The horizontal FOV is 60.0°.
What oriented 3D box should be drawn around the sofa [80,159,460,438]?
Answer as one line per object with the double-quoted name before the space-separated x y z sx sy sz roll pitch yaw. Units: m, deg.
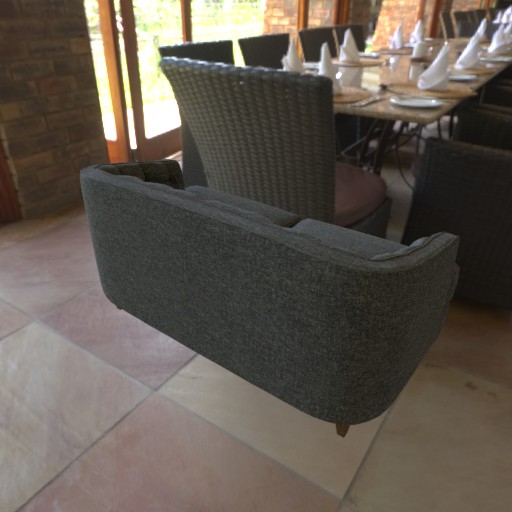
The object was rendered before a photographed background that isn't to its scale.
"sofa" 0.000 0.000 2.209 1.733 0.855 0.941 21 36 32
